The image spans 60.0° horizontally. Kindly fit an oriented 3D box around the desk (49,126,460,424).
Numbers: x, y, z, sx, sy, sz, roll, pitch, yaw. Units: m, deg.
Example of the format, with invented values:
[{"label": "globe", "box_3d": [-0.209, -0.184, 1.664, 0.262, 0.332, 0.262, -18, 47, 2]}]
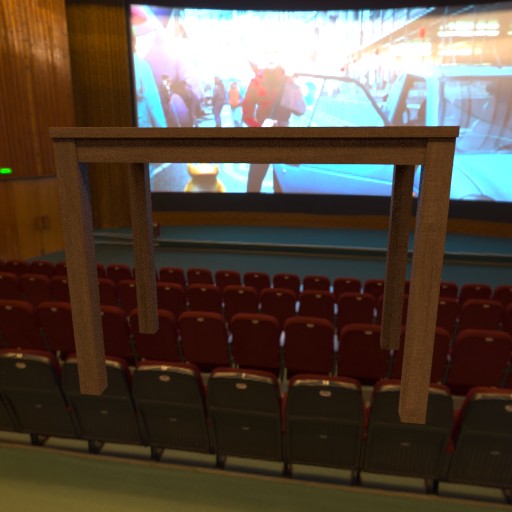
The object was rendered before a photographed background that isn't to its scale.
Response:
[{"label": "desk", "box_3d": [0.000, 0.000, 1.387, 0.991, 0.762, 0.495, 2, 15, 8]}]
